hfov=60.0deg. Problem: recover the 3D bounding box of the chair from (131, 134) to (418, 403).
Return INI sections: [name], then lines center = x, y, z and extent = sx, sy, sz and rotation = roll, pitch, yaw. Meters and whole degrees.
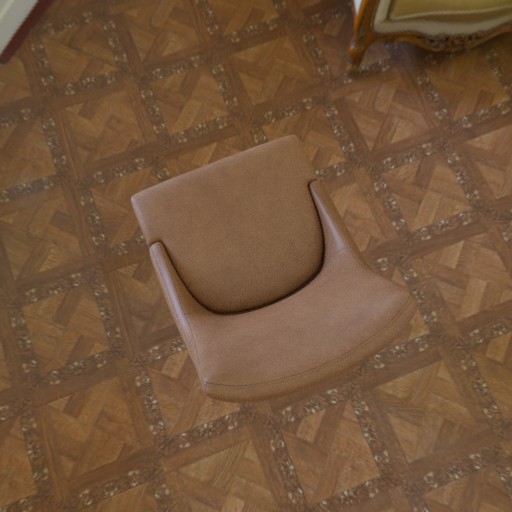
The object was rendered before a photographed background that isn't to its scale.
[chair]
center = 0.000, 0.000, 1.522
extent = 0.701, 0.909, 0.861
rotation = -22, 77, -5
